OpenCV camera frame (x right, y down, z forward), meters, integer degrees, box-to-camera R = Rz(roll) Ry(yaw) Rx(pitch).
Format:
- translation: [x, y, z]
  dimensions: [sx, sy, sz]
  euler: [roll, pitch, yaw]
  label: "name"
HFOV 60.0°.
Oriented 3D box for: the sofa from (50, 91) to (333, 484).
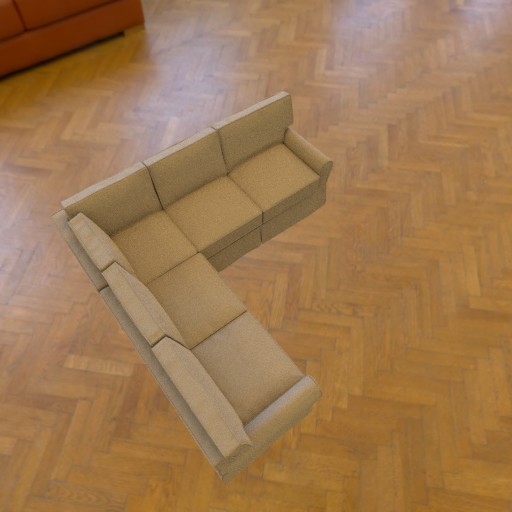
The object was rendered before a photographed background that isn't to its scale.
- translation: [0.000, 0.000, 4.207]
  dimensions: [2.733, 1.124, 2.730]
  euler: [-33, 63, -19]
  label: "sofa"
